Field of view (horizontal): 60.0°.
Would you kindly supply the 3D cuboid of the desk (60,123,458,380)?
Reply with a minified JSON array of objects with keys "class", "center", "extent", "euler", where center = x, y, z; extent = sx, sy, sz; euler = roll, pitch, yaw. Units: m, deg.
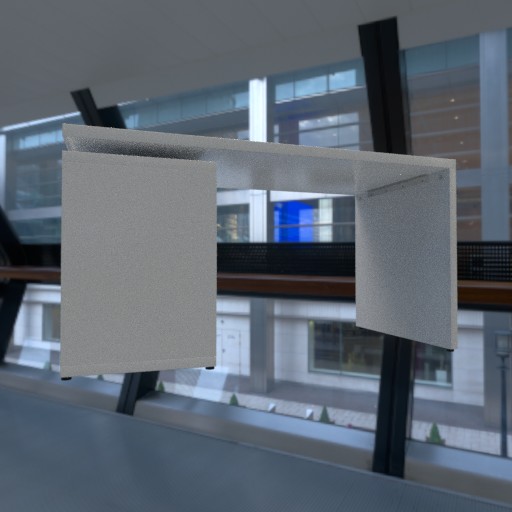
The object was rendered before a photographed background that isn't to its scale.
[{"class":"desk","center":[0.000,0.000,1.814],"extent":[1.400,0.740,0.690],"euler":[0,-1,-18]}]
